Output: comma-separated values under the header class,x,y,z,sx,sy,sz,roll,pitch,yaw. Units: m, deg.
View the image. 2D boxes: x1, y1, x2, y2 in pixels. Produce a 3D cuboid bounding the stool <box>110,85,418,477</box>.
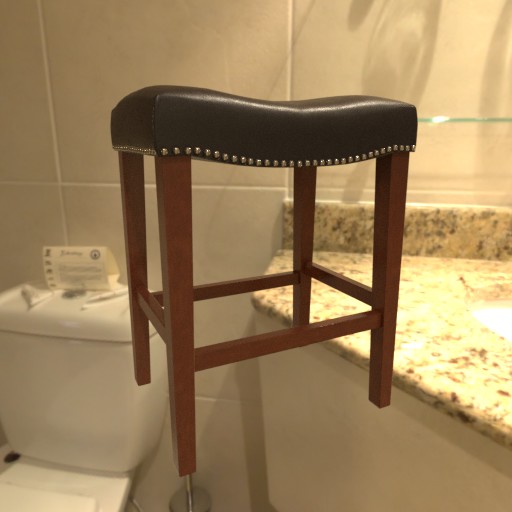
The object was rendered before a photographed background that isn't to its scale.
class,x,y,z,sx,sy,sz,roll,pitch,yaw
stool,0.000,0.000,0.943,0.504,0.654,0.372,-7,17,-26
